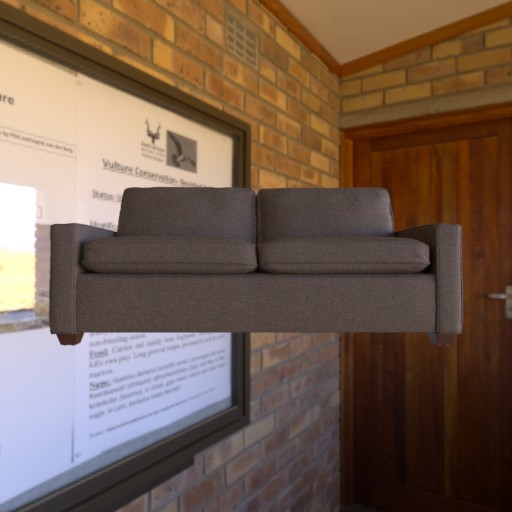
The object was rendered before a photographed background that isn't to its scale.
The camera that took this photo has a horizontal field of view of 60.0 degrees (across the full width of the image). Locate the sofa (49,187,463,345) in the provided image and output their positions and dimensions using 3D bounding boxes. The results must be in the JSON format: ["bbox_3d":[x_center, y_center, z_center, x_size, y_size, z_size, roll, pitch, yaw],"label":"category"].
[{"bbox_3d":[0.000,0.000,2.627,2.080,0.919,0.940,0,-1,0],"label":"sofa"}]
